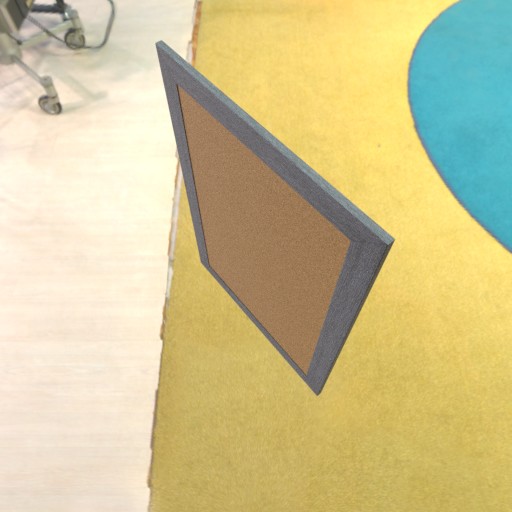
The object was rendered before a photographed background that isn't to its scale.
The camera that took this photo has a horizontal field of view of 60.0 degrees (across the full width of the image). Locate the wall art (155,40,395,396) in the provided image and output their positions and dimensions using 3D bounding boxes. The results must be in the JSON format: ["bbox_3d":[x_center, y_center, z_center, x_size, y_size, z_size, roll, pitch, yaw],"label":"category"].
[{"bbox_3d":[0.000,0.000,1.404,0.020,1.070,0.768,-35,65,-19],"label":"wall art"}]
